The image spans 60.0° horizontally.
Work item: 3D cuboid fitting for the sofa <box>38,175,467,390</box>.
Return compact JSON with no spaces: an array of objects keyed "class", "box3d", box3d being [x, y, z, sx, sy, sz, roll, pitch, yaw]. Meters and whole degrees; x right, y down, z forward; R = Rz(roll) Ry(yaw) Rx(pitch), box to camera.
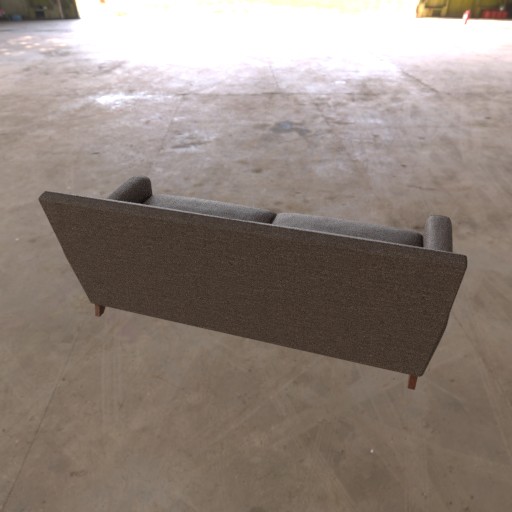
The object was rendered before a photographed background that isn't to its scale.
[{"class":"sofa","box3d":[0.000,0.000,2.429,1.976,0.846,0.875,10,34,15]}]
